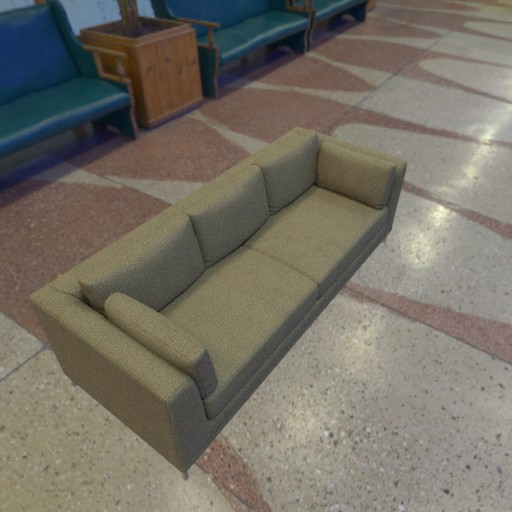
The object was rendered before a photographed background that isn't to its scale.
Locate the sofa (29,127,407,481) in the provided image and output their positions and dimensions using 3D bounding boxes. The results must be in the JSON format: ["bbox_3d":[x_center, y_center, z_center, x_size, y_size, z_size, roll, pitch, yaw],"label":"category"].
[{"bbox_3d":[0.000,0.000,2.864,0.969,0.867,2.415,26,47,27],"label":"sofa"}]
